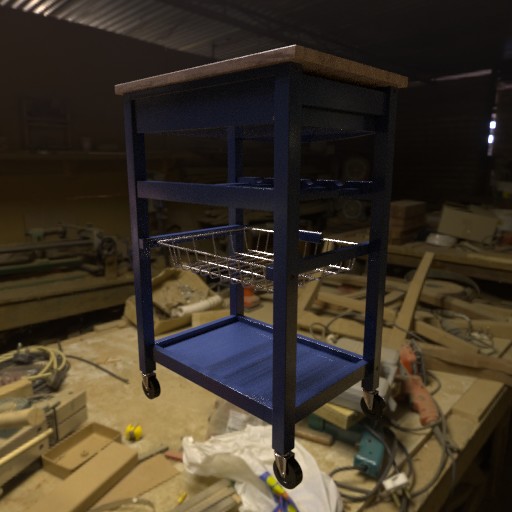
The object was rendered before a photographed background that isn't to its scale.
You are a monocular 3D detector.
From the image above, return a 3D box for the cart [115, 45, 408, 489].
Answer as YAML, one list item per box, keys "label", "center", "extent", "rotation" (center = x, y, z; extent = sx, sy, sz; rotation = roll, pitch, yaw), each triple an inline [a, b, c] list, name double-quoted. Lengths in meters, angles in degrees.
- label: "cart"
  center: [0.000, 0.000, 1.130]
  extent: [0.584, 0.839, 0.403]
  rotation: [12, 17, 43]
